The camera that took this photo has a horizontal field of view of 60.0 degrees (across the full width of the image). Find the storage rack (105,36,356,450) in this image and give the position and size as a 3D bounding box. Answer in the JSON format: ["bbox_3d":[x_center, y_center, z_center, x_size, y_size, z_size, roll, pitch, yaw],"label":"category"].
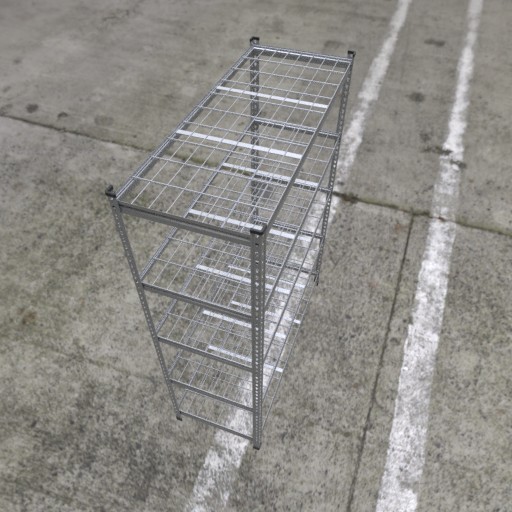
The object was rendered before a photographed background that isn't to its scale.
[{"bbox_3d":[0.000,0.000,2.735,0.610,1.981,1.524,15,49,14],"label":"storage rack"}]
